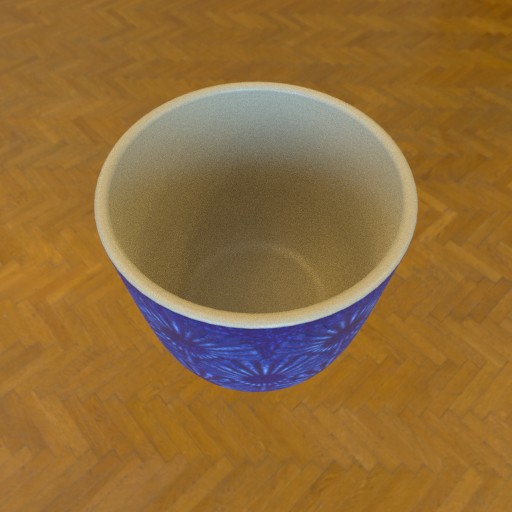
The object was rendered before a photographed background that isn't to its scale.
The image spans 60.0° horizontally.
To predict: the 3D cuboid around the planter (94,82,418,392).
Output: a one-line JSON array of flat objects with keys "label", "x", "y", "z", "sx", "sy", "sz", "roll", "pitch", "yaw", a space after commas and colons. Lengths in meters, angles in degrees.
[{"label": "planter", "x": 0.000, "y": 0.000, "z": 0.217, "sx": 0.124, "sy": 0.109, "sz": 0.124, "roll": 0, "pitch": 57, "yaw": 0}]
